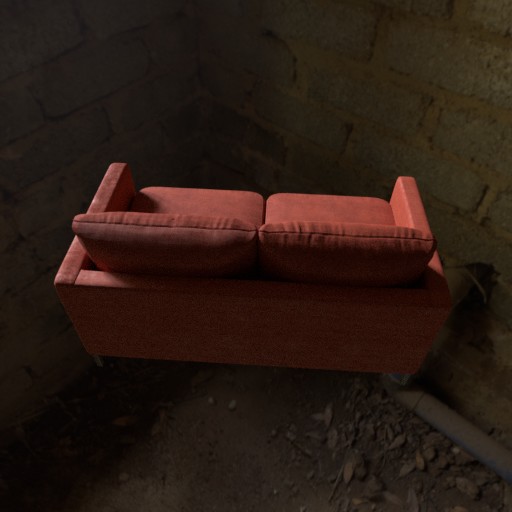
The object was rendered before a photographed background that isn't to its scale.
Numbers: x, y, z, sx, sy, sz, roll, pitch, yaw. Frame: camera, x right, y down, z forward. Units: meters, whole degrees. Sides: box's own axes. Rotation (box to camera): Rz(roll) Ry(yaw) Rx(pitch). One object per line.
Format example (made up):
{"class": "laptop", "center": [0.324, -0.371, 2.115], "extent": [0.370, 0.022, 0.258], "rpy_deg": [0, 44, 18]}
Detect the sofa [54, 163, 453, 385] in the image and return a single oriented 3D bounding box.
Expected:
{"class": "sofa", "center": [0.000, 0.000, 2.162], "extent": [1.574, 0.896, 0.864], "rpy_deg": [2, 47, 2]}
